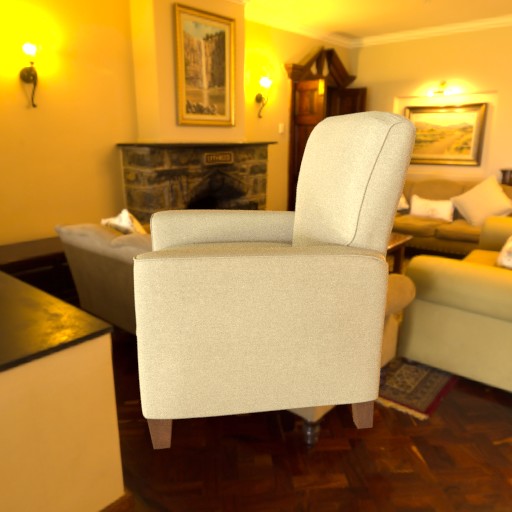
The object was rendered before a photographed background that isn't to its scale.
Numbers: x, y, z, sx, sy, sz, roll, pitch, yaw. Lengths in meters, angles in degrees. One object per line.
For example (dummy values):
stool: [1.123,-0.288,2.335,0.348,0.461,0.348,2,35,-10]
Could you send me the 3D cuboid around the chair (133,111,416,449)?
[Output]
chair: [0.000,0.000,1.664,0.858,1.023,0.841,-2,15,-8]
